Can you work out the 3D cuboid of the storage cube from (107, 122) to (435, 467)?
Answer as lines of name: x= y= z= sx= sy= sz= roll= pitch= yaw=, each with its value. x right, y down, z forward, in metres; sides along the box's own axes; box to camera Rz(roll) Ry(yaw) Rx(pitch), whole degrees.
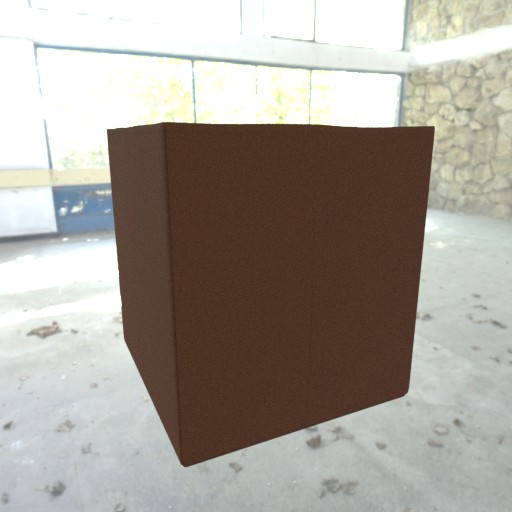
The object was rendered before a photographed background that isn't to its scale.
storage cube: x=0.000 y=0.000 z=0.503 sx=0.270 sy=0.280 sz=0.270 roll=-7 pitch=17 yaw=-25
